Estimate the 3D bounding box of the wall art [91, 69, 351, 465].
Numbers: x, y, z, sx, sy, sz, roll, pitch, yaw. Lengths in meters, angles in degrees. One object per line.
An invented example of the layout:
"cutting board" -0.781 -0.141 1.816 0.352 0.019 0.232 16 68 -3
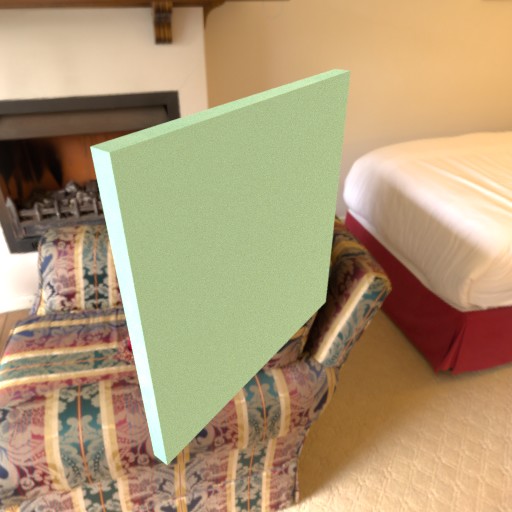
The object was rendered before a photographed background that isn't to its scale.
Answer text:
"wall art" 0.000 0.000 0.875 0.036 0.603 0.603 22 39 30
